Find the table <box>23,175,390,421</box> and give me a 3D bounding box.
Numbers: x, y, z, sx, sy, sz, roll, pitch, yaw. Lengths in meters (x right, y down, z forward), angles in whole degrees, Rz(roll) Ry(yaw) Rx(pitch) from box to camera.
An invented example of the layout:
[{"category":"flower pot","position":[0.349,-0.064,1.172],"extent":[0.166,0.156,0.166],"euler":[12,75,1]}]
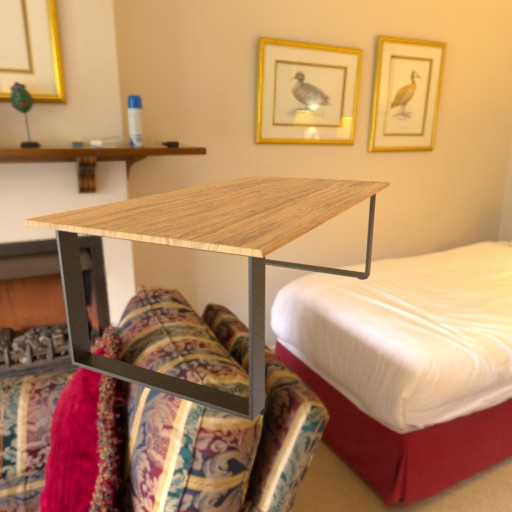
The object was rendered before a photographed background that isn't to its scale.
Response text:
[{"category":"table","position":[0.000,0.000,1.634],"extent":[0.693,0.445,1.331],"euler":[8,17,25]}]
